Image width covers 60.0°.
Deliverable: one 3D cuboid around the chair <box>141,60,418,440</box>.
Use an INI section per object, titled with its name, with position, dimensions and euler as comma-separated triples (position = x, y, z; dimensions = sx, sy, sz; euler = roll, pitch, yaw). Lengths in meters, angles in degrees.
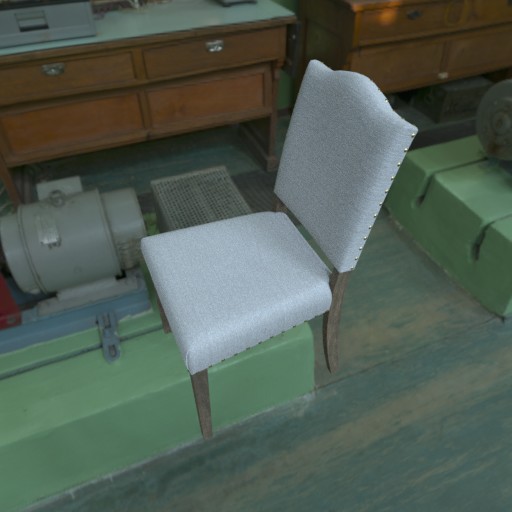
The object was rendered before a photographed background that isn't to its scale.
[chair]
position = 0.000, 0.000, 1.363
dimensions = 0.620, 1.020, 0.508
euler = -17, 47, -17
